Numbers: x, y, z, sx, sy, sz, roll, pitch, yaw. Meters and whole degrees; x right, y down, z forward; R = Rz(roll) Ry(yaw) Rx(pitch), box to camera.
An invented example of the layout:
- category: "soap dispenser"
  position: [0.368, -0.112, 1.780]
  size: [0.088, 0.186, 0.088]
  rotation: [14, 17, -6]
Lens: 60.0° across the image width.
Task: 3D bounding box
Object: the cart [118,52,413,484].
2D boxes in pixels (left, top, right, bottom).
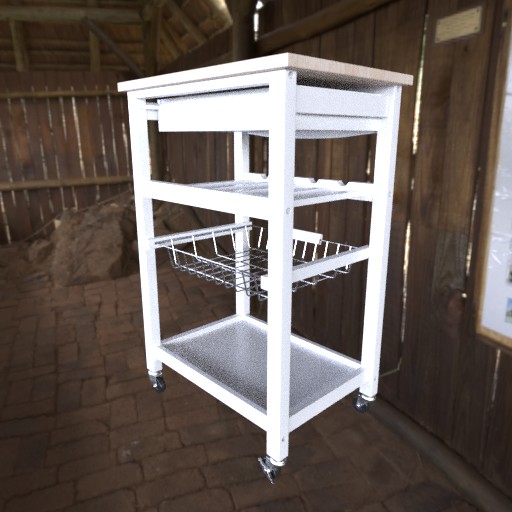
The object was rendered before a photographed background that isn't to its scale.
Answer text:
- category: "cart"
  position: [0.000, 0.000, 1.151]
  size: [0.406, 0.857, 0.578]
  rotation: [-14, 20, -41]
